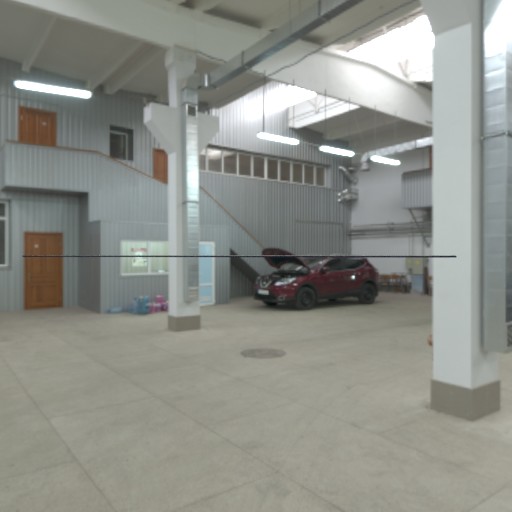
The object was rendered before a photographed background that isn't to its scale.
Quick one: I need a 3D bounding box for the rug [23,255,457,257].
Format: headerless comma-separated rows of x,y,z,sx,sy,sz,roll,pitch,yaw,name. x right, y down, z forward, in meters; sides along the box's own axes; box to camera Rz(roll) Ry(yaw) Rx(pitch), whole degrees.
0.000,0.000,2.890,2.232,0.009,1.630,0,0,18,rug
